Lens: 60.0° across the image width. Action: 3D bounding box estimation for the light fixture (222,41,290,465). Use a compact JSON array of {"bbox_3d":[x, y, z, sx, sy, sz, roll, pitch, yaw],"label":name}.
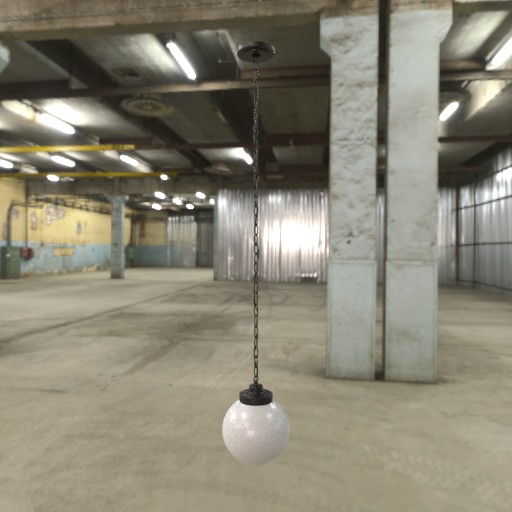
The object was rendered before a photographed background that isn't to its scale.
[{"bbox_3d":[0.000,0.000,2.010,0.304,1.867,0.305,0,0,36],"label":"light fixture"}]
